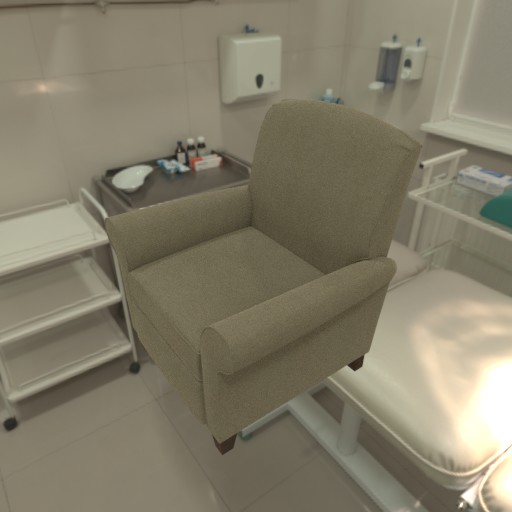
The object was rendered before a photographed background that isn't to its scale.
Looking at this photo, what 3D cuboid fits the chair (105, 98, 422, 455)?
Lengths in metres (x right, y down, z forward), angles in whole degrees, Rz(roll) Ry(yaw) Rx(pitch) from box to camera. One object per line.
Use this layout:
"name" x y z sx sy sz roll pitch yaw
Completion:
"chair" 0.000 0.000 1.781 0.905 1.061 0.978 -21 38 -30
